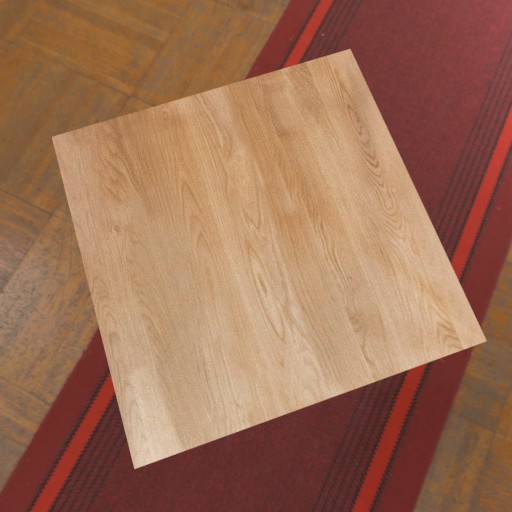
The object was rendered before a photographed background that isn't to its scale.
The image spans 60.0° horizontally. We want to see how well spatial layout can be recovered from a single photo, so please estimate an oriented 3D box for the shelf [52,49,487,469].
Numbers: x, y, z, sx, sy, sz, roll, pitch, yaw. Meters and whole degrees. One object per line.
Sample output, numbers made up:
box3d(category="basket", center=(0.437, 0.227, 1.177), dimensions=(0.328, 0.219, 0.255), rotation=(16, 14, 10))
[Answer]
box3d(category="shelf", center=(0.000, 0.000, 1.396), dimensions=(0.899, 0.480, 0.899), rotation=(-18, 76, -5))
